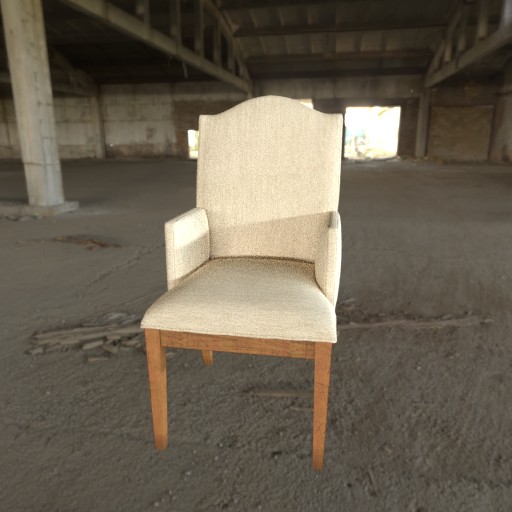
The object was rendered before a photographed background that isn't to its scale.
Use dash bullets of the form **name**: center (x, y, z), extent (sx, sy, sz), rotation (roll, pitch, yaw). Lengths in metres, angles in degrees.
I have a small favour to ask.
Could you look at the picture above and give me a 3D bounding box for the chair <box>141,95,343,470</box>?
- **chair**: center (0.000, 0.000, 1.414), extent (0.533, 1.016, 0.641), rotation (3, 15, 10)
